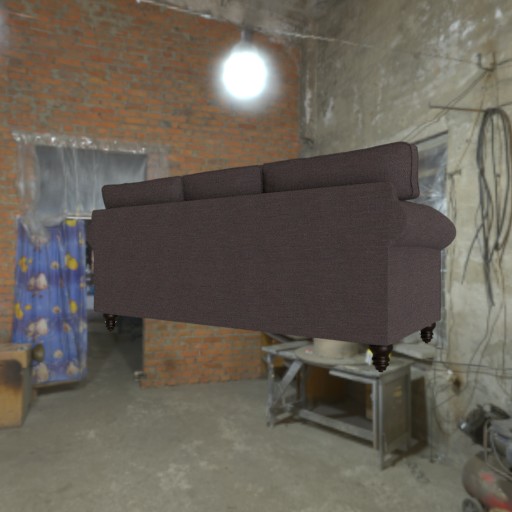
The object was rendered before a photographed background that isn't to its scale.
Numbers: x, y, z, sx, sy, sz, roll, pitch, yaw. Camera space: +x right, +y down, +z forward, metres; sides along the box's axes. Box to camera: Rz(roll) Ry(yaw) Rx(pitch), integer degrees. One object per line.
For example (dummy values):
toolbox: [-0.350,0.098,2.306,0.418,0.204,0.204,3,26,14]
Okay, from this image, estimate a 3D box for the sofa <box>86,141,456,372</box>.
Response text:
sofa: [0.000,0.000,2.648,2.084,0.966,0.909,0,0,35]
